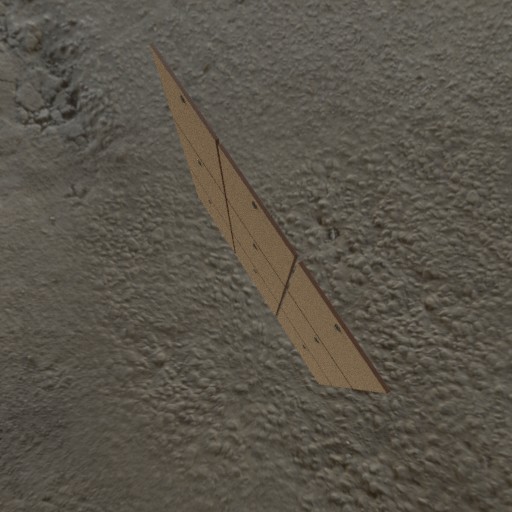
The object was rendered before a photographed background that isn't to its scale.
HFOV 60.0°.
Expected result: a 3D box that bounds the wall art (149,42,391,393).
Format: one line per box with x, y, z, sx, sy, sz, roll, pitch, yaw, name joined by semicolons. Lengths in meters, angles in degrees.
0.000;0.000;1.819;0.019;1.218;1.221;-31;77;-8;wall art
